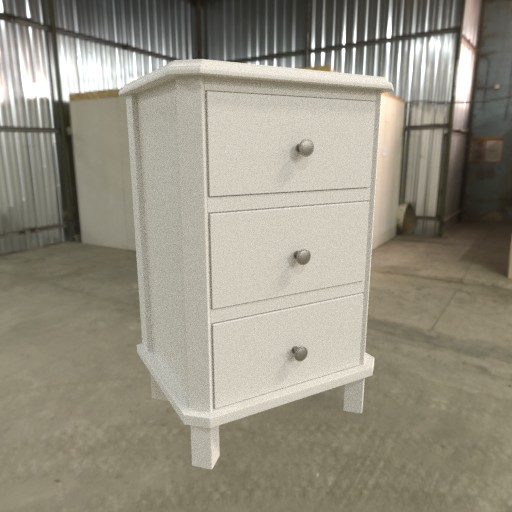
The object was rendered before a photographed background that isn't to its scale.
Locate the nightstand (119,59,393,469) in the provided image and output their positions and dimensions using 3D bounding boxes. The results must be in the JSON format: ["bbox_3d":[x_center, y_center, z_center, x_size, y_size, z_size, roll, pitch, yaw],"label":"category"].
[{"bbox_3d":[0.000,0.000,0.921,0.435,0.681,0.351,-8,16,-28],"label":"nightstand"}]
